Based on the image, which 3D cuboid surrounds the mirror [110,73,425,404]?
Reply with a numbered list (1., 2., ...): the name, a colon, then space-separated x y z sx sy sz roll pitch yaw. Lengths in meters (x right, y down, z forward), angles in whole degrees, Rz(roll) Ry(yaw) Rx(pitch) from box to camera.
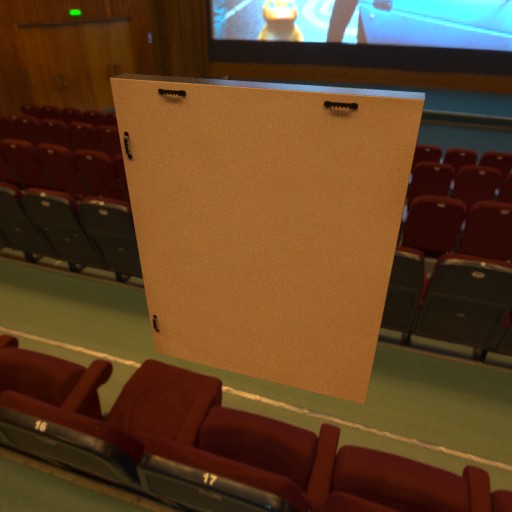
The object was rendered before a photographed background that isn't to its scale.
1. mirror: 0.000 0.000 0.693 0.405 0.508 0.041 10 33 15
